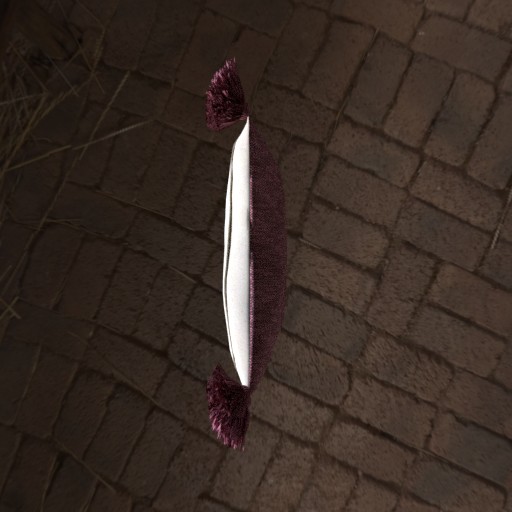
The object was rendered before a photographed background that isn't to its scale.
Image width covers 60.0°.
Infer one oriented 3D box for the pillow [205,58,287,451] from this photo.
[{"bbox_3d":[0.000,0.000,0.973,0.138,0.659,0.641,0,89,3],"label":"pillow"}]
